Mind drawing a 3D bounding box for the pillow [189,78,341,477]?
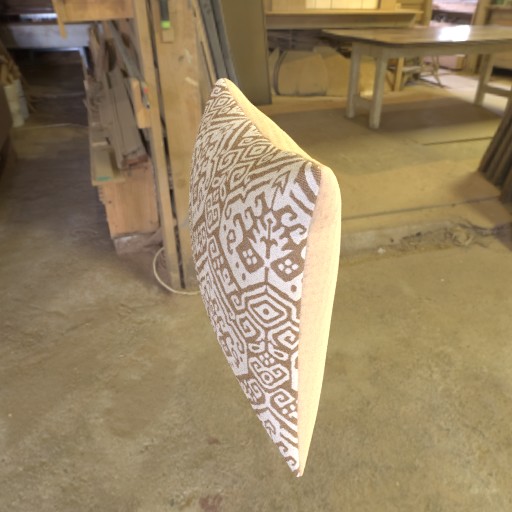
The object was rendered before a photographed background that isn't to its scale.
[{"bbox_3d":[0.000,0.000,0.623,0.173,0.407,0.419,-8,33,-12],"label":"pillow"}]
